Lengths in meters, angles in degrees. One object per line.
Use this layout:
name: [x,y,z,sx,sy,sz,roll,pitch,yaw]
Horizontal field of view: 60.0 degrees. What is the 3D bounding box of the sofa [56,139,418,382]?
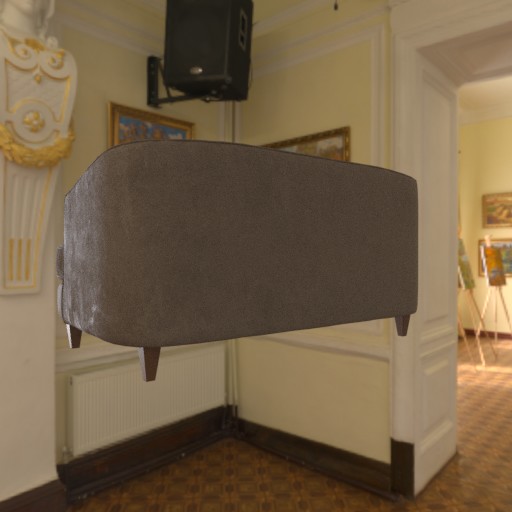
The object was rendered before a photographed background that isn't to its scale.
sofa: [0.000,0.000,2.242,1.733,0.855,0.941,0,1,-35]
